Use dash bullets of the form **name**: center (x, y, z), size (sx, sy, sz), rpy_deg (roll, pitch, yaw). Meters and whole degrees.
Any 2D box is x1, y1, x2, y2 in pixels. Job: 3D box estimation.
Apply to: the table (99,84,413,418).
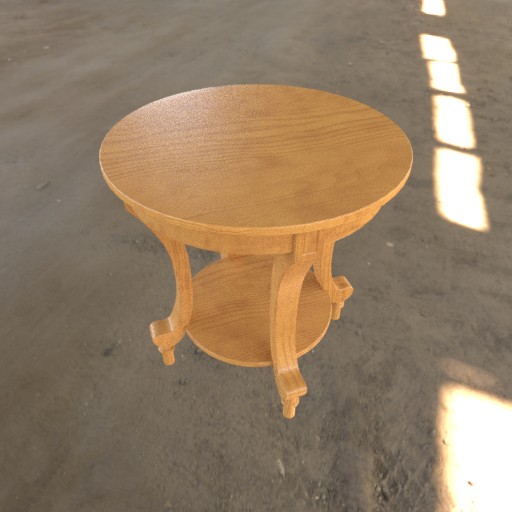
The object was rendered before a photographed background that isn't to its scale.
- **table**: center (0.000, 0.000, 1.068), size (0.597, 0.612, 0.597), rpy_deg (0, 40, 0)
